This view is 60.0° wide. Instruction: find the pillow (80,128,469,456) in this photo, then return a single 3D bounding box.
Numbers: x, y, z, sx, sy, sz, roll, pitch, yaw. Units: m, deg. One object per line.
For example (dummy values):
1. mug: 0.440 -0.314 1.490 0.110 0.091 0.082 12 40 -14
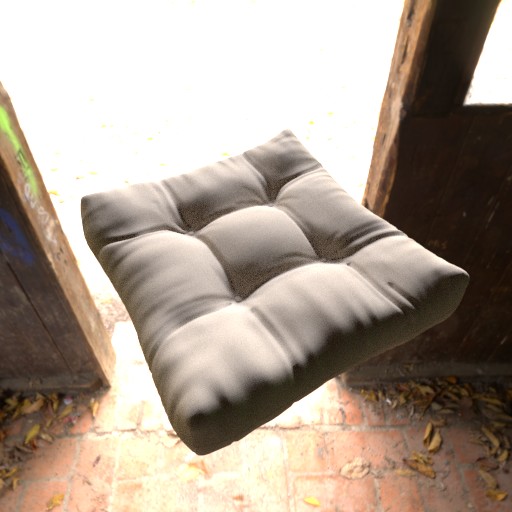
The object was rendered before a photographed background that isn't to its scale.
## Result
1. pillow: 0.000 0.000 0.736 0.468 0.128 0.490 -23 50 -21
